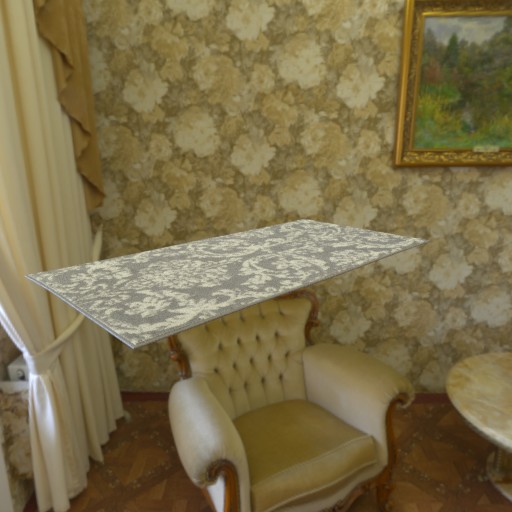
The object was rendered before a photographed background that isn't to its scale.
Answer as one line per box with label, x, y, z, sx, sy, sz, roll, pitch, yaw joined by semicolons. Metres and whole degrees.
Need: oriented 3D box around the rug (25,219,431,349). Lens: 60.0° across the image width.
rug;0.000;0.000;1.435;1.219;0.007;0.604;-15;21;-42
